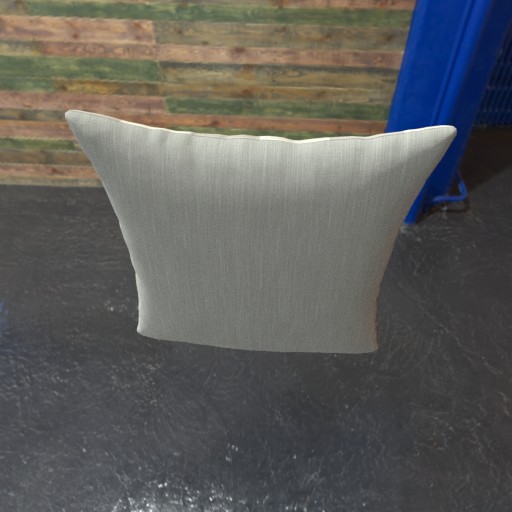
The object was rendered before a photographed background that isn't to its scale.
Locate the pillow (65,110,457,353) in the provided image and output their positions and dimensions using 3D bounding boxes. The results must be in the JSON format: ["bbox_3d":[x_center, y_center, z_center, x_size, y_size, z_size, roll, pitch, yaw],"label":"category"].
[{"bbox_3d":[0.000,0.000,0.755,0.511,0.509,0.161,3,46,3],"label":"pillow"}]
